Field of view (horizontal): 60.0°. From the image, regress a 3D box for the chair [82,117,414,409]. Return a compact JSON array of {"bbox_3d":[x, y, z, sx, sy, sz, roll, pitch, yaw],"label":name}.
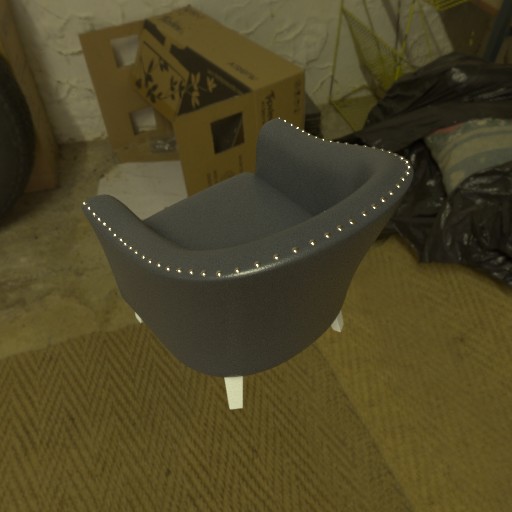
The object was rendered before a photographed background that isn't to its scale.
[{"bbox_3d":[0.000,0.000,1.451,0.794,0.823,0.748,-31,54,-26],"label":"chair"}]
